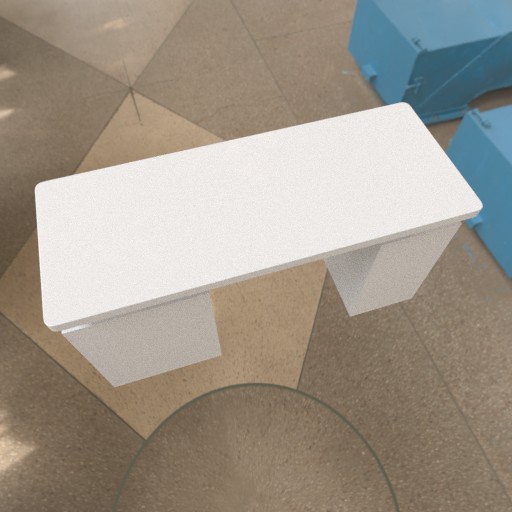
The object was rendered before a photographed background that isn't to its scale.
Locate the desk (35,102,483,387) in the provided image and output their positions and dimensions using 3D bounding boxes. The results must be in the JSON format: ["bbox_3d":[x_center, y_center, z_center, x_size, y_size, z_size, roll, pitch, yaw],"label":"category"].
[{"bbox_3d":[0.000,0.000,1.795,1.400,0.762,0.550,-15,59,-9],"label":"desk"}]
